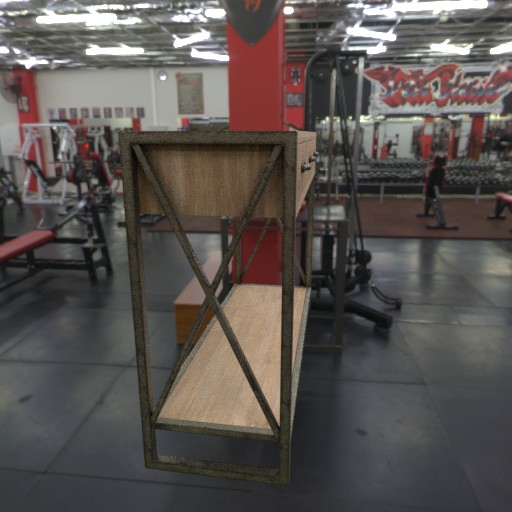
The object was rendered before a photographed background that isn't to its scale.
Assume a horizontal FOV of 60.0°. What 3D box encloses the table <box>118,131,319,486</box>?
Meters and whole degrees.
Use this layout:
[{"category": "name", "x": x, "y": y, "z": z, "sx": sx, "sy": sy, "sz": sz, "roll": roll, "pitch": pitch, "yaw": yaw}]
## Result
[{"category": "table", "x": 0.000, "y": 0.000, "z": 1.415, "sx": 0.361, "sy": 0.763, "sz": 1.059, "roll": 3, "pitch": 16, "yaw": 9}]
